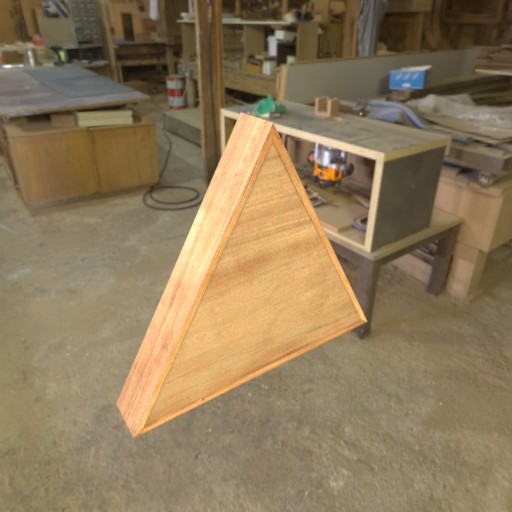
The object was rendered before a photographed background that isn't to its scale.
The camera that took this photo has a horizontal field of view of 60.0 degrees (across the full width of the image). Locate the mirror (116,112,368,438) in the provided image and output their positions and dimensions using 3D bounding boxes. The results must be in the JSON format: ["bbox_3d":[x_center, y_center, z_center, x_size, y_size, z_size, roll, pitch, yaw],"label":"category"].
[{"bbox_3d":[0.000,0.000,0.895,0.631,0.548,0.100,-19,35,-29],"label":"mirror"}]
